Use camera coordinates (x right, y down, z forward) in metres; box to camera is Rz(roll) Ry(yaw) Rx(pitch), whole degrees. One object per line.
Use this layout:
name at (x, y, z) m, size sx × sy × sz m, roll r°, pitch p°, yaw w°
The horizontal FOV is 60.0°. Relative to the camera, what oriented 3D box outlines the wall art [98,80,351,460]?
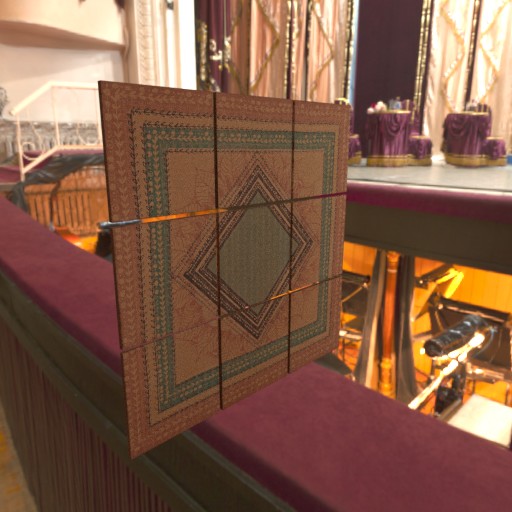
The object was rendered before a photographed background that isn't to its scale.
wall art at (0.000, 0.000, 1.342) m, size 0.915 × 0.914 × 0.013 m, roll -14°, pitch 20°, yaw -43°
